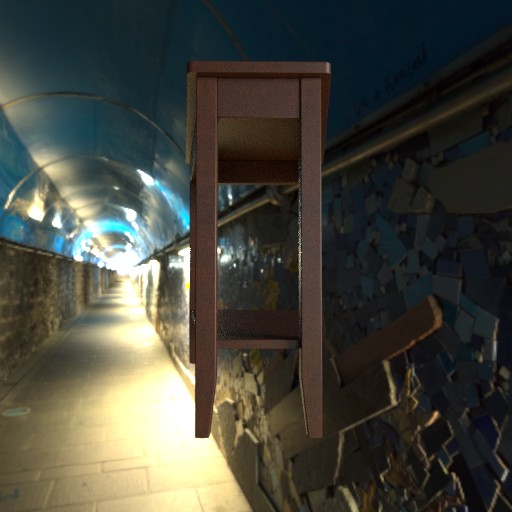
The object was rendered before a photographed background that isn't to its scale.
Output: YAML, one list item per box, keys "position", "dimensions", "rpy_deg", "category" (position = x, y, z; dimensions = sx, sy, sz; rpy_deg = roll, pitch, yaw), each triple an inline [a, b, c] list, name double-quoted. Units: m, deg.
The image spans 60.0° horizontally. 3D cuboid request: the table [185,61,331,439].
- position: [0.000, 0.000, 0.984]
  dimensions: [0.399, 0.589, 0.605]
  rpy_deg: [0, -2, -1]
  category: "table"
